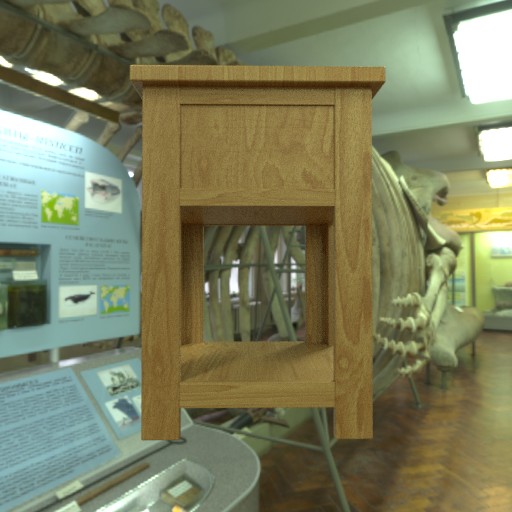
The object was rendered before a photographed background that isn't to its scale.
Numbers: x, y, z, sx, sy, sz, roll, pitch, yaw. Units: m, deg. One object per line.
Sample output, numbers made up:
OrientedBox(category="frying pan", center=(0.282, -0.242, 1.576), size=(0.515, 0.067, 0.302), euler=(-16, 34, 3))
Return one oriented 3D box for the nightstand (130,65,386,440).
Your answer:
OrientedBox(category="nightstand", center=(0.000, 0.000, 0.930), size=(0.418, 0.614, 0.428), euler=(0, -1, -1))
